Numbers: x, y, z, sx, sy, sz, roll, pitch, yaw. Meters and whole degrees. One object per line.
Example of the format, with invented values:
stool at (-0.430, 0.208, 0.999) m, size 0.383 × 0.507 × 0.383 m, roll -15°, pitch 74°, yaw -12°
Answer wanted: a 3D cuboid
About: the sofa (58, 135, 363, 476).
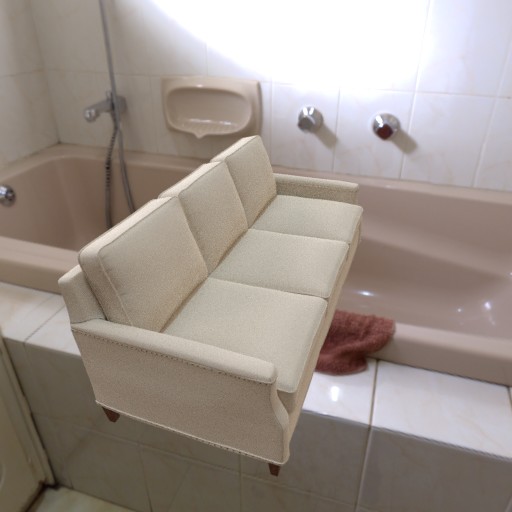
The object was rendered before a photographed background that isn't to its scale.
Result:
sofa at (0.000, 0.000, 2.811) m, size 1.084 × 1.003 × 2.246 m, roll 10°, pitch 31°, yaw 17°
